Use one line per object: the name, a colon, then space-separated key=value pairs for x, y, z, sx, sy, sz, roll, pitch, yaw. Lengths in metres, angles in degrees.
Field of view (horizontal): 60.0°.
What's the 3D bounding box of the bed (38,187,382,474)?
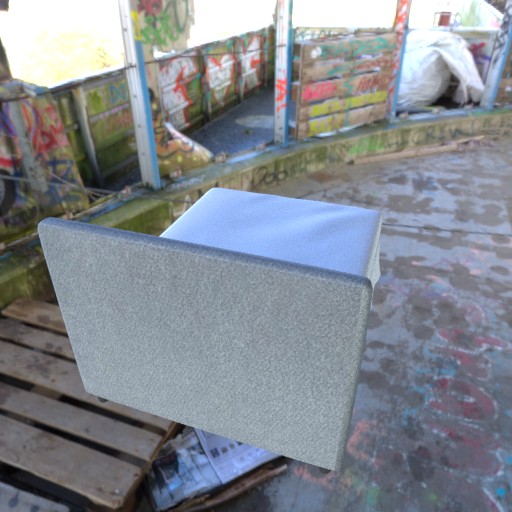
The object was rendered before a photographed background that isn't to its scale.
bed: x=0.000 y=0.000 z=3.156 sx=1.723 sy=1.330 sz=2.142 roll=11 pitch=34 yaw=16
